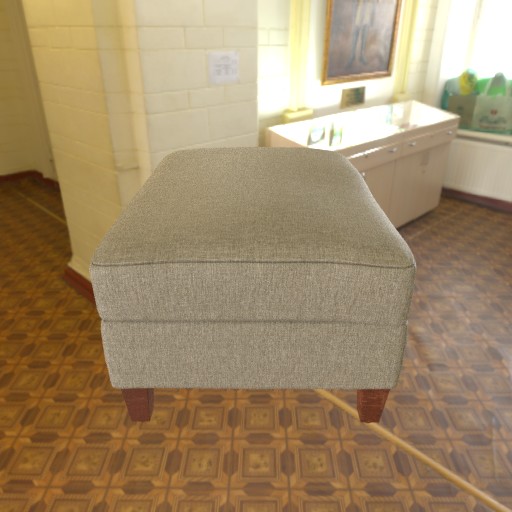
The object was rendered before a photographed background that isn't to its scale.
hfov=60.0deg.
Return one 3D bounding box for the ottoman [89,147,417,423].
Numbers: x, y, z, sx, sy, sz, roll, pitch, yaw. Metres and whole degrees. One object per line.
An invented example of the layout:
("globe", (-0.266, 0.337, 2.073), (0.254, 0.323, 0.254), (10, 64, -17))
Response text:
("ottoman", (0.000, 0.000, 1.260), (0.639, 0.494, 0.873), (0, 27, 0))
